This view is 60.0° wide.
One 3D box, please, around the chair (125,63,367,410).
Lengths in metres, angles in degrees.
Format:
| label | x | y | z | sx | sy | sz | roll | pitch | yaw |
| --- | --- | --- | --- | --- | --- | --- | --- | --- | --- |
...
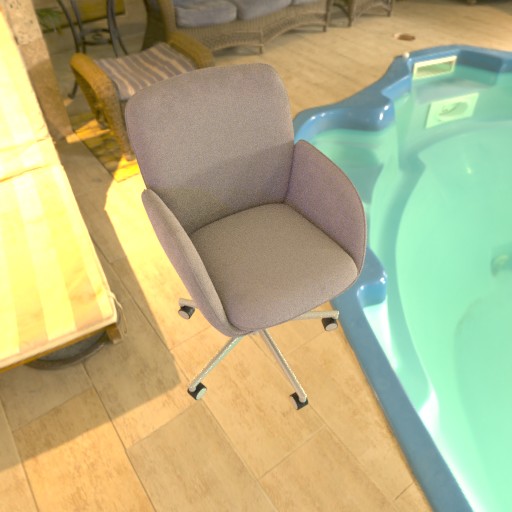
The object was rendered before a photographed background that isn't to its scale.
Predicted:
| label | x | y | z | sx | sy | sz | roll | pitch | yaw |
| --- | --- | --- | --- | --- | --- | --- | --- | --- | --- |
| chair | 0.000 | 0.000 | 1.407 | 0.648 | 0.959 | 0.654 | -22 | 49 | -21 |
